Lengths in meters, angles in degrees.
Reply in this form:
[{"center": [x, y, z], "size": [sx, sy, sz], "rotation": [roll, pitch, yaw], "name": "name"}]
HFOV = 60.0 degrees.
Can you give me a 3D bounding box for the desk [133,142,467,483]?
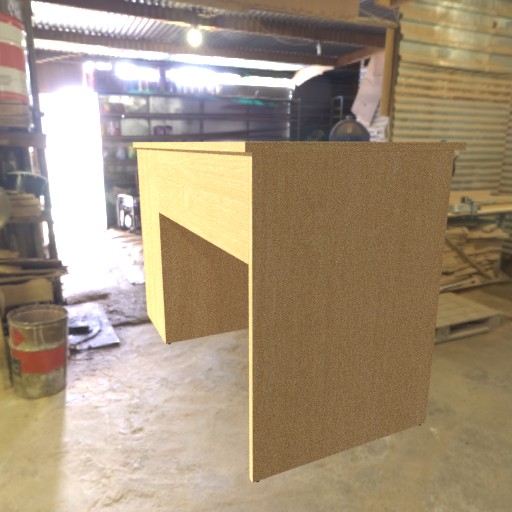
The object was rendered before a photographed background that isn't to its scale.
[{"center": [0.000, 0.000, 1.479], "size": [0.560, 0.735, 1.097], "rotation": [-7, 16, -24], "name": "desk"}]
